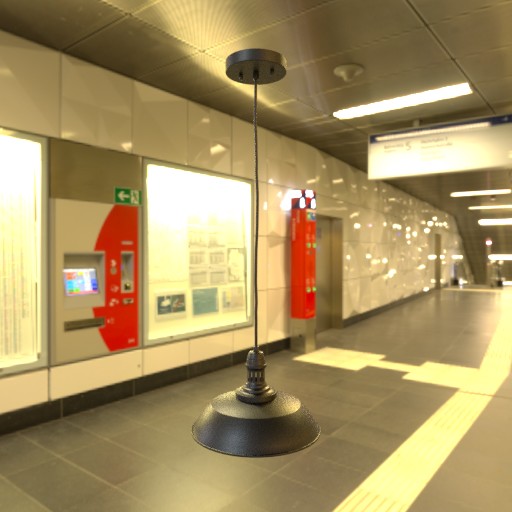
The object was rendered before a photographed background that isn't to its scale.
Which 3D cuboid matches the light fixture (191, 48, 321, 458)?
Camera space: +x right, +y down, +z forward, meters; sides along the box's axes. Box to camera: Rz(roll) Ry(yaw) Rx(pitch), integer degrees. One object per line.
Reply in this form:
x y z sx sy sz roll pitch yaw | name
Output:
0.000 0.000 1.140 0.331 0.993 0.331 0 0 18 | light fixture
